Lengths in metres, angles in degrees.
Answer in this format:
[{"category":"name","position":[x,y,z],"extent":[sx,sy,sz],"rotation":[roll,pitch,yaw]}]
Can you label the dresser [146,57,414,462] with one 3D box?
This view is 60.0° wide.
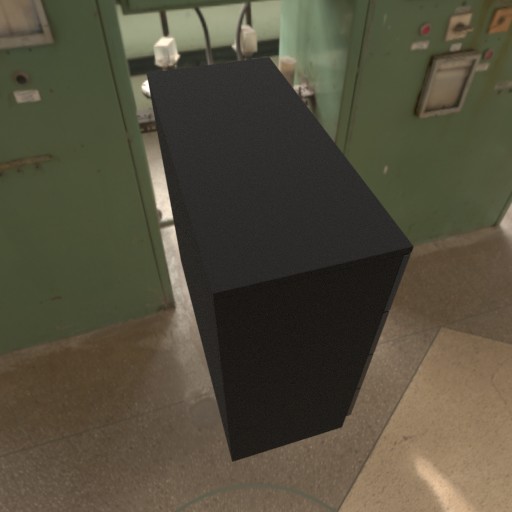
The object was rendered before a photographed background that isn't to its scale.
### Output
[{"category":"dresser","position":[0.000,0.000,1.191],"extent":[0.360,0.720,0.750],"rotation":[-13,48,-11]}]
